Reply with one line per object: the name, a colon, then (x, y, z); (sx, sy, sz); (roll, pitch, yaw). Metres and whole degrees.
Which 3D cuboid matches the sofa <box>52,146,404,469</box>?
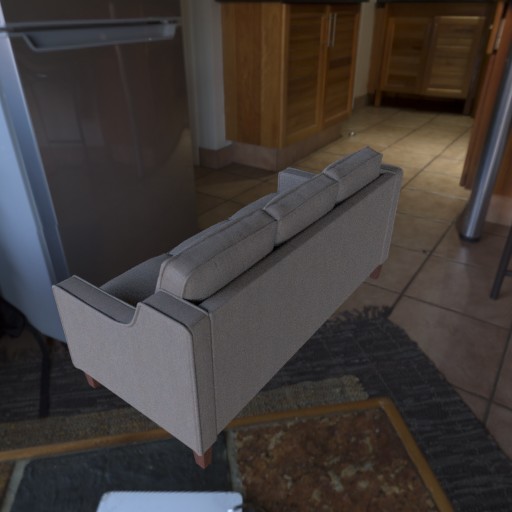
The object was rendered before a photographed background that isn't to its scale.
sofa: (0.000, 0.000, 2.570); (0.911, 0.974, 1.986); (21, 36, 31)
